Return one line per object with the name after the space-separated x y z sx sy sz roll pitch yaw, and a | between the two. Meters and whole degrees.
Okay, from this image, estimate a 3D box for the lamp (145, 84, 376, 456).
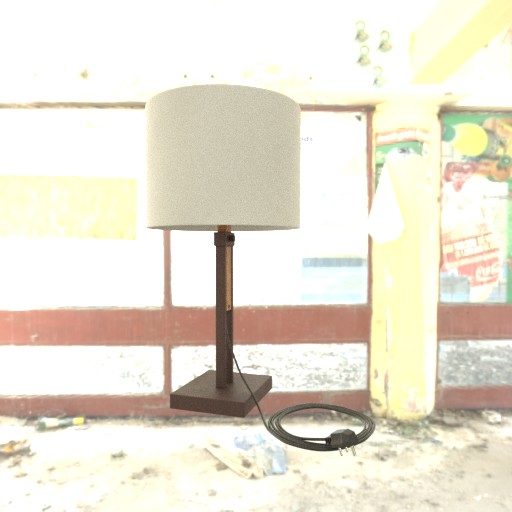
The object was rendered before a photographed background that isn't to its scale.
0.000 0.000 0.989 0.525 0.668 0.396 0 1 18 | lamp
